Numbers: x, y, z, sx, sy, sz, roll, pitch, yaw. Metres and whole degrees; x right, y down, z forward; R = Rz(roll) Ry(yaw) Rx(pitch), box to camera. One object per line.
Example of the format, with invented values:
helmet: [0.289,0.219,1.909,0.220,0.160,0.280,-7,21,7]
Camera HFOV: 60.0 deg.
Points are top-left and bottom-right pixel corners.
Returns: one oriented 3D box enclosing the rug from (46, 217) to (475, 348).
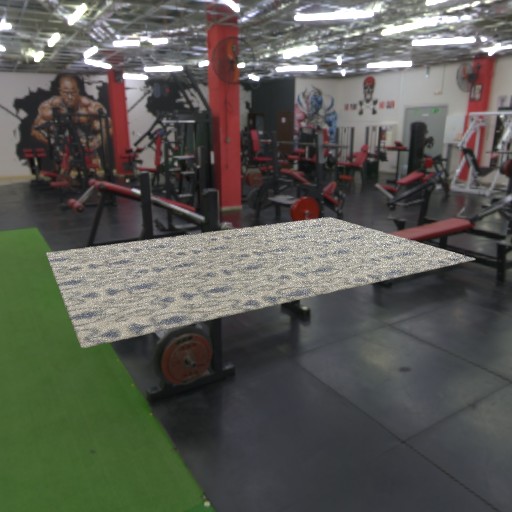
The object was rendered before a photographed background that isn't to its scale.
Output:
rug: [0.000,0.000,2.002,1.652,0.006,1.035,-9,19,-28]
